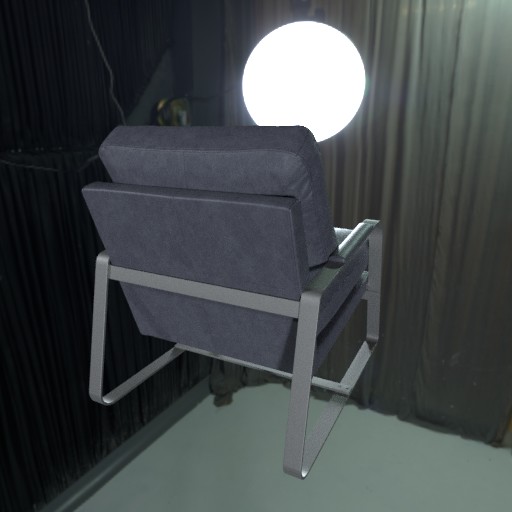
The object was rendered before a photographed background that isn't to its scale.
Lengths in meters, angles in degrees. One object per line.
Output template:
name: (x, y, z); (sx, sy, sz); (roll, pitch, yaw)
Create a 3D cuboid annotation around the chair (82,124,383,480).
chair: (0.000, 0.000, 1.464); (0.692, 0.839, 0.878); (9, 19, 26)
